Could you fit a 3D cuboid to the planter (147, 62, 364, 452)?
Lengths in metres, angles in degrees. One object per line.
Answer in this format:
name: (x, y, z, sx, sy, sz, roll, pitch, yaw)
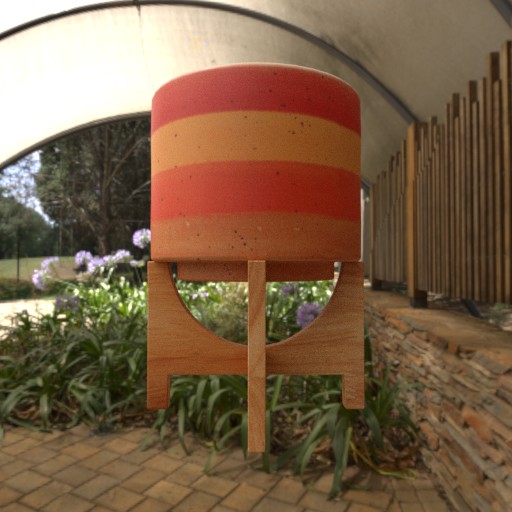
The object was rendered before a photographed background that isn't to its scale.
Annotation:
planter: (0.000, 0.000, 0.558, 0.269, 0.379, 0.269, 0, -1, 0)
